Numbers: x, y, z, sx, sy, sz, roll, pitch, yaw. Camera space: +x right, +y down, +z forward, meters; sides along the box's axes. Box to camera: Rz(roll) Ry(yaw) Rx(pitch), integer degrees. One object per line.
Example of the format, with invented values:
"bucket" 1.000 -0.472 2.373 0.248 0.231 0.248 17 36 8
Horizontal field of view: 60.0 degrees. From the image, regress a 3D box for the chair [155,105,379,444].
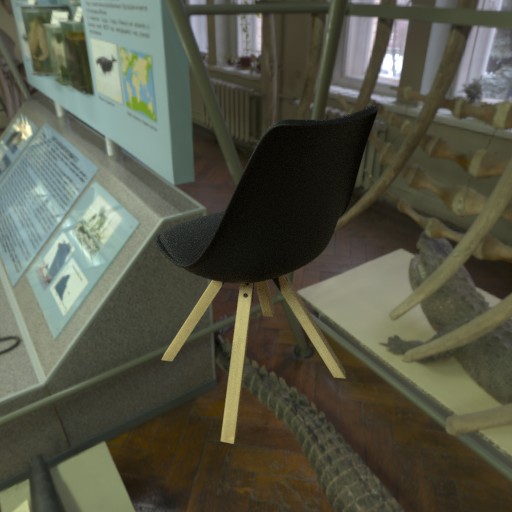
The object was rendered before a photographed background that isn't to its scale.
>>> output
"chair" 0.000 0.000 1.211 0.485 0.850 0.549 -19 35 -30
